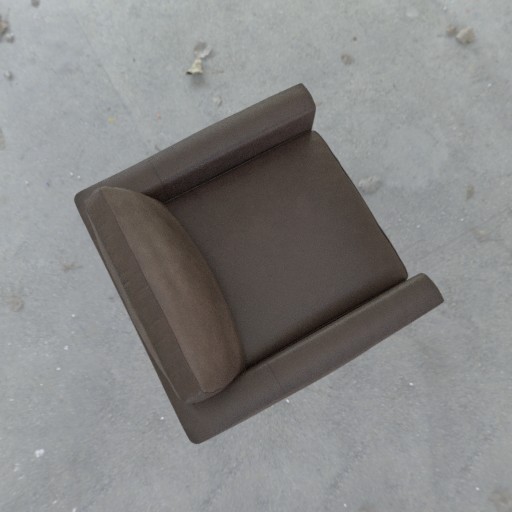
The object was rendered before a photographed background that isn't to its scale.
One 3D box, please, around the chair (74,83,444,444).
[{"bbox_3d":[0.000,0.000,1.836,1.069,0.812,1.100,-28,78,-7],"label":"chair"}]
